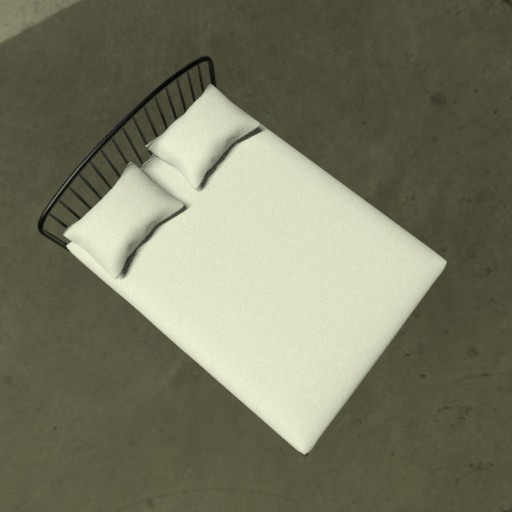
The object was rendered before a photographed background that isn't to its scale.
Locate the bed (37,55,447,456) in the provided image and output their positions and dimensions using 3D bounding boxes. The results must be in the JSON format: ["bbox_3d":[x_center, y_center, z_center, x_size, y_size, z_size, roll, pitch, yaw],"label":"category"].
[{"bbox_3d":[0.000,0.000,3.062,2.159,1.166,1.618,39,79,9],"label":"bed"}]
